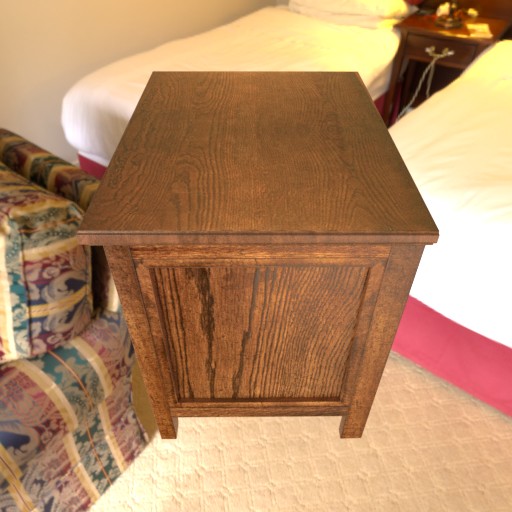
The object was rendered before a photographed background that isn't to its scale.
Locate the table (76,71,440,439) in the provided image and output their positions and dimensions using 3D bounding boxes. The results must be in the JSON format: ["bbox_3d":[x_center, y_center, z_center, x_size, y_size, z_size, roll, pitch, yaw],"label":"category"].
[{"bbox_3d":[0.000,0.000,0.973,0.461,0.597,0.586,0,42,0],"label":"table"}]
